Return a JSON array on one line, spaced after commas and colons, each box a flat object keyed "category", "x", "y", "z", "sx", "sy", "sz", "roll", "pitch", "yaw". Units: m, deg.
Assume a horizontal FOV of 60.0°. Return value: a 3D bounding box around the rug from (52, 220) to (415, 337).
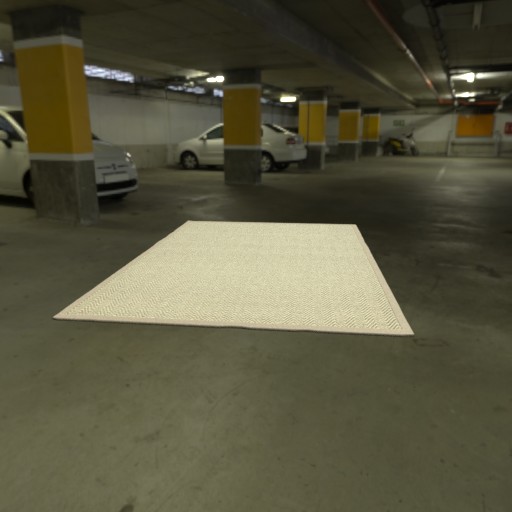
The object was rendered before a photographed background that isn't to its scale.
[{"category": "rug", "x": 0.000, "y": 0.000, "z": 2.948, "sx": 1.540, "sy": 0.021, "sz": 2.290, "roll": 2, "pitch": 15, "yaw": 6}]
